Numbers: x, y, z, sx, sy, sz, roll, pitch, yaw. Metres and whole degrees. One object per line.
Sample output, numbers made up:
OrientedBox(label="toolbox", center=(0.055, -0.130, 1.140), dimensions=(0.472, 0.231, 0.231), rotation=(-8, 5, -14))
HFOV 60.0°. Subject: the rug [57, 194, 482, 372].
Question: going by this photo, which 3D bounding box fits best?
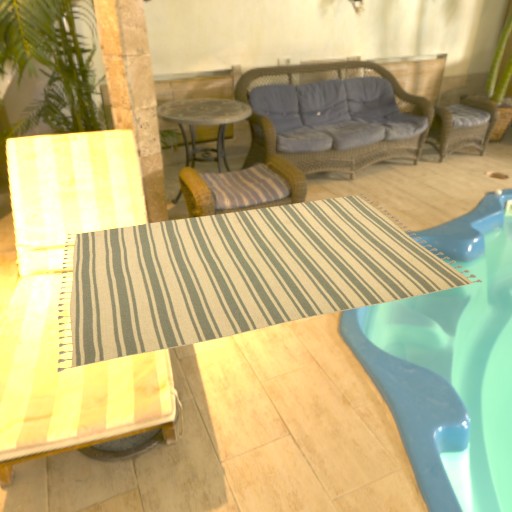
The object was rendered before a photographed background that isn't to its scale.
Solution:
OrientedBox(label="rug", center=(0.000, 0.000, 2.511), dimensions=(2.084, 0.009, 1.222), rotation=(-9, 32, -15))
